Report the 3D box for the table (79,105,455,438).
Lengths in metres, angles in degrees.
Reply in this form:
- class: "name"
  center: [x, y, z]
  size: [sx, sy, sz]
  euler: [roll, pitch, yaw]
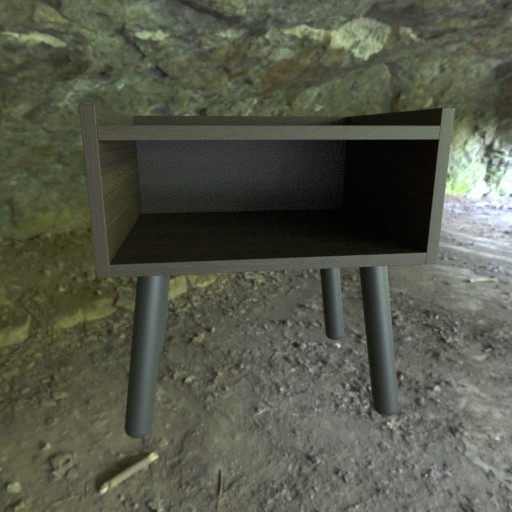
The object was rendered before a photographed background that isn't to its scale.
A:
- class: "table"
  center: [0.000, 0.000, 0.763]
  size: [0.450, 0.470, 0.370]
  euler: [-2, 16, -8]
